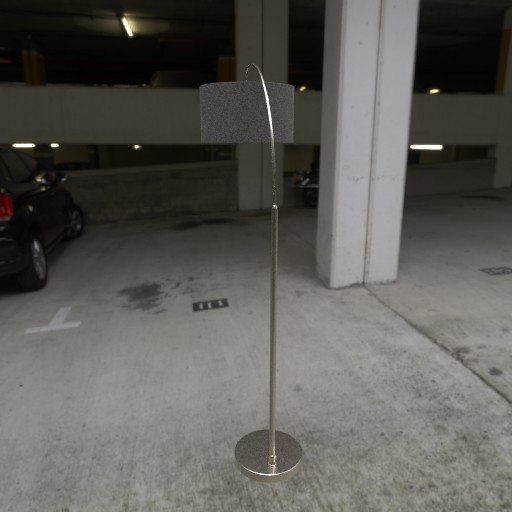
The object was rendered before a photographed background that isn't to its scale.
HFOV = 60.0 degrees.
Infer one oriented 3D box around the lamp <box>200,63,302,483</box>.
[{"bbox_3d":[0.000,0.000,2.094,0.452,1.735,0.934,-3,15,-10],"label":"lamp"}]
